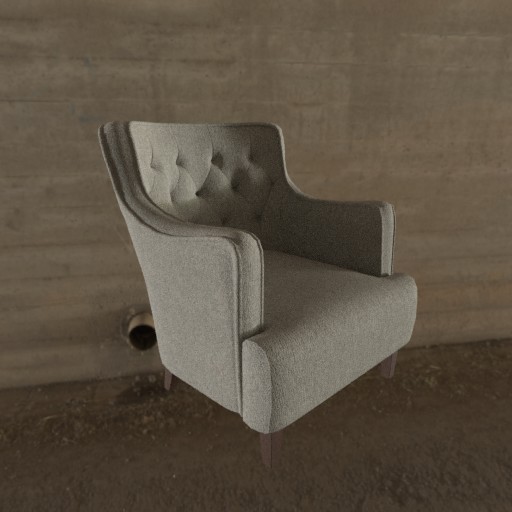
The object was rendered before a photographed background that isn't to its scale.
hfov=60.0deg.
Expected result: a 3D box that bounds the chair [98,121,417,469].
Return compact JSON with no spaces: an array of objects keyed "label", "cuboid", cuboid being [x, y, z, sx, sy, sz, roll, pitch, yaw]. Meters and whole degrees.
[{"label":"chair","cuboid":[0.000,0.000,1.552,0.910,0.920,0.820,15,22,43]}]
